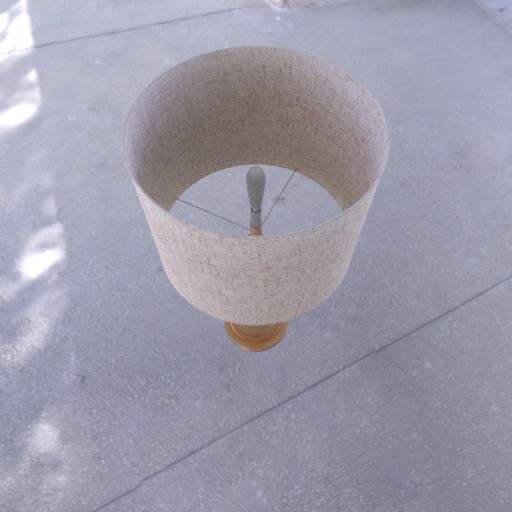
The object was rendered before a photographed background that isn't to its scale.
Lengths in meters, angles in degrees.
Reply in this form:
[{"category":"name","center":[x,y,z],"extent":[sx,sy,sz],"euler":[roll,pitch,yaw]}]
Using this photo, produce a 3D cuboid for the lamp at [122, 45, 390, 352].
[{"category":"lamp","center":[0.000,0.000,0.799],"extent":[0.321,0.610,0.321],"euler":[-14,60,-8]}]
